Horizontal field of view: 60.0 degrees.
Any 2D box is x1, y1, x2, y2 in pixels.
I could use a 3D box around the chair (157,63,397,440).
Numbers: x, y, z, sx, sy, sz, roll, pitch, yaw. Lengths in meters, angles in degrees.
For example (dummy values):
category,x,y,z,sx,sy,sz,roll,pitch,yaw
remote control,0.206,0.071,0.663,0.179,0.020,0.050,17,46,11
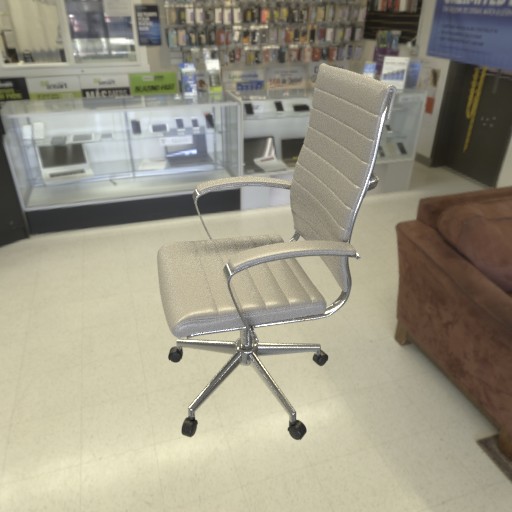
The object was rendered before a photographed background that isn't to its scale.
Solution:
category,x,y,z,sx,sy,sz,roll,pitch,yaw
chair,0.000,0.000,1.516,0.667,1.149,0.679,-8,31,-13
